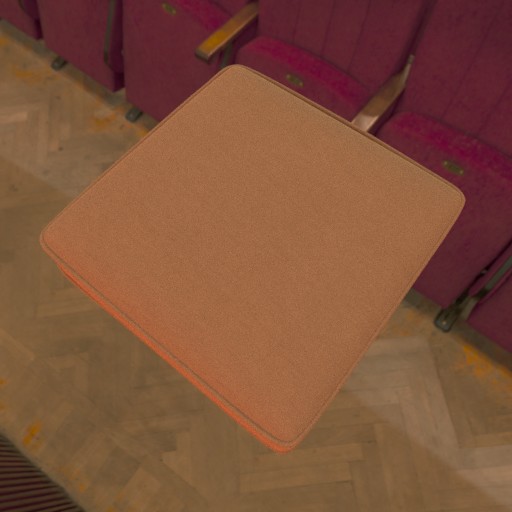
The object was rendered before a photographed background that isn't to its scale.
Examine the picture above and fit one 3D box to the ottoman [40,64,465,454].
[{"bbox_3d":[0.000,0.000,1.005,0.616,0.438,0.613,36,69,16],"label":"ottoman"}]
